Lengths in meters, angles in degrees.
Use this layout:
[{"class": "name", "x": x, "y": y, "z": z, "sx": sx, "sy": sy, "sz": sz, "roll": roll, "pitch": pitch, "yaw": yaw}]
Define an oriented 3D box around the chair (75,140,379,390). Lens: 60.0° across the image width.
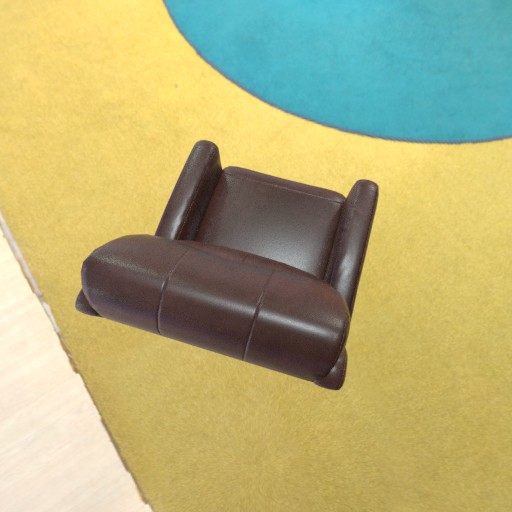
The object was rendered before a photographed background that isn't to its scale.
[{"class": "chair", "x": 0.000, "y": 0.000, "z": 1.661, "sx": 0.787, "sy": 1.016, "sz": 0.939, "roll": 15, "pitch": 65, "yaw": 7}]
